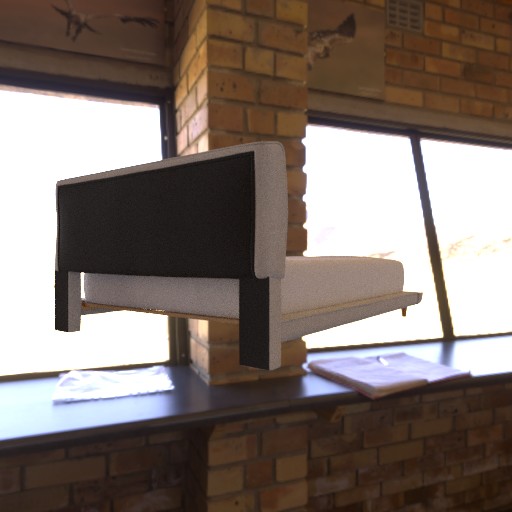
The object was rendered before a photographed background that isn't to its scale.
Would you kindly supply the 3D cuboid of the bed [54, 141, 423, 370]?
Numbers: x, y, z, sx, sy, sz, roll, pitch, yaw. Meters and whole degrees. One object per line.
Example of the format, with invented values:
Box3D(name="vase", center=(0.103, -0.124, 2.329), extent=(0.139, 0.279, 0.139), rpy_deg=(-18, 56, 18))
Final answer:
Box3D(name="bed", center=(0.000, 0.000, 3.654), extent=(1.980, 1.126, 2.498), rpy_deg=(0, 0, 37))
